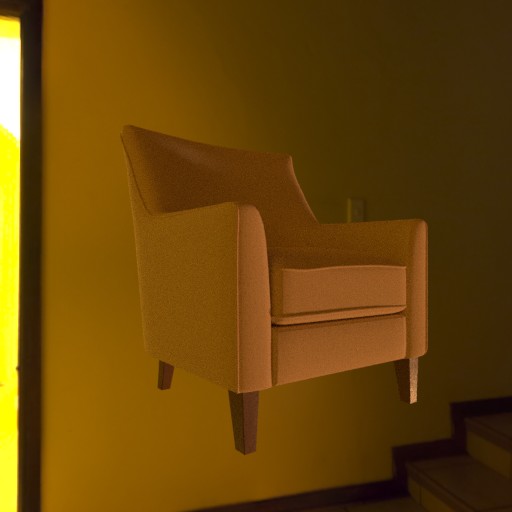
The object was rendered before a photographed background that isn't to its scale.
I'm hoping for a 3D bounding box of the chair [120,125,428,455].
[{"bbox_3d":[0.000,0.000,1.526,0.756,0.916,0.879,1,-1,-36],"label":"chair"}]
